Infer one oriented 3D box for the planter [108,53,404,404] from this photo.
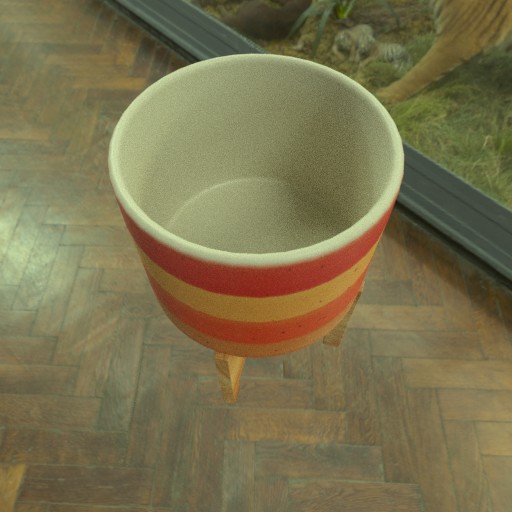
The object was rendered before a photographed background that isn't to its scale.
[{"bbox_3d":[0.000,0.000,0.545,0.269,0.379,0.269,0,57,0],"label":"planter"}]
